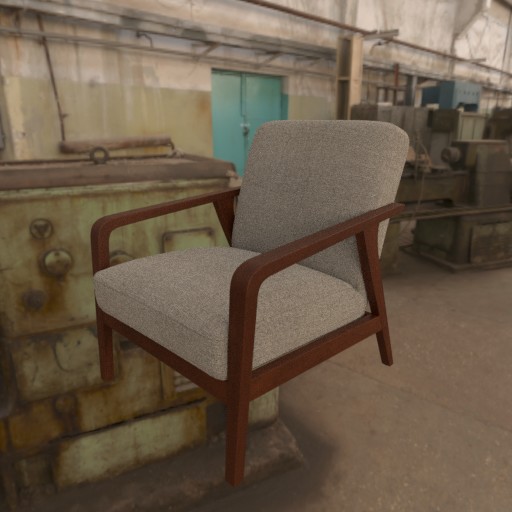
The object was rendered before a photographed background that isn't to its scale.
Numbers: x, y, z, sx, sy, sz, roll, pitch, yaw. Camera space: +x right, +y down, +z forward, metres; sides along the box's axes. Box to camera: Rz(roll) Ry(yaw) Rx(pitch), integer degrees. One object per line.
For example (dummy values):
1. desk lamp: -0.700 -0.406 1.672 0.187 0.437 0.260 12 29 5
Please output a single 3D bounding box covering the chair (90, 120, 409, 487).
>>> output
1. chair: 0.000 0.000 1.446 0.704 0.847 0.858 16 24 42
